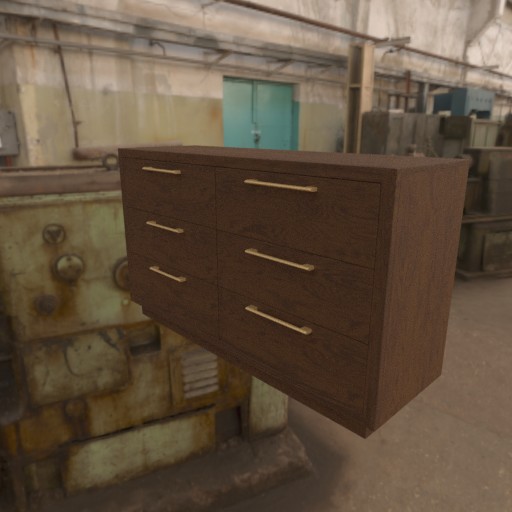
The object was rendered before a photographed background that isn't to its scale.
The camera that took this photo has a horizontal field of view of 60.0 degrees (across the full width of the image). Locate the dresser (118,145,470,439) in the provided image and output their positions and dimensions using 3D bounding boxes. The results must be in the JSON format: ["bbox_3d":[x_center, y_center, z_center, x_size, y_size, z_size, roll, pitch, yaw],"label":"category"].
[{"bbox_3d":[0.000,0.000,1.957,0.512,0.889,1.523,-15,22,-42],"label":"dresser"}]
